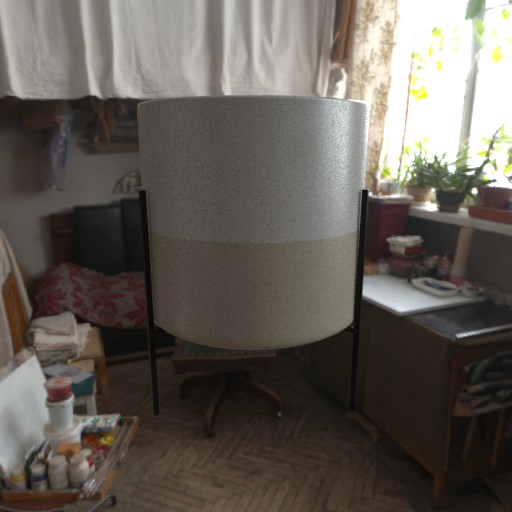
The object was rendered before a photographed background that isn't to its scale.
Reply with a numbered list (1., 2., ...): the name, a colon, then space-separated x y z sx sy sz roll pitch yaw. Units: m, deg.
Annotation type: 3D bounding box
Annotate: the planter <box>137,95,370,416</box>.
1. planter: 0.000 0.000 0.754 0.368 0.484 0.359 8 16 27
